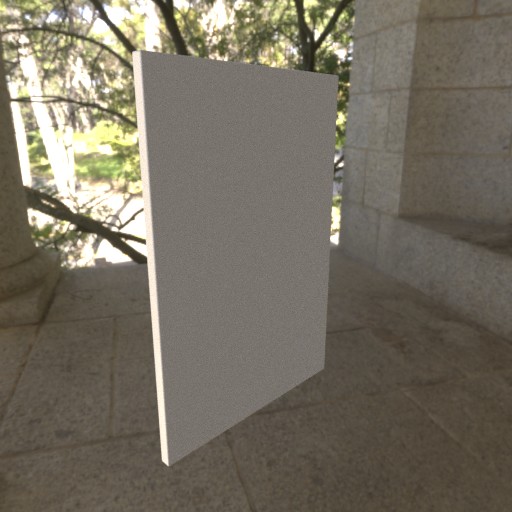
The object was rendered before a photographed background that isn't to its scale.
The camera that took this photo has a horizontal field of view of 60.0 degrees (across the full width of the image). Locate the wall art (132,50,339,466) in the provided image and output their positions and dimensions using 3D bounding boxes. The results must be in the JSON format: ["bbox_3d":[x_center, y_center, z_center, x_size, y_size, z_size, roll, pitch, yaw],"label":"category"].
[{"bbox_3d":[0.000,0.000,1.024,0.026,0.813,0.556,16,23,42],"label":"wall art"}]
